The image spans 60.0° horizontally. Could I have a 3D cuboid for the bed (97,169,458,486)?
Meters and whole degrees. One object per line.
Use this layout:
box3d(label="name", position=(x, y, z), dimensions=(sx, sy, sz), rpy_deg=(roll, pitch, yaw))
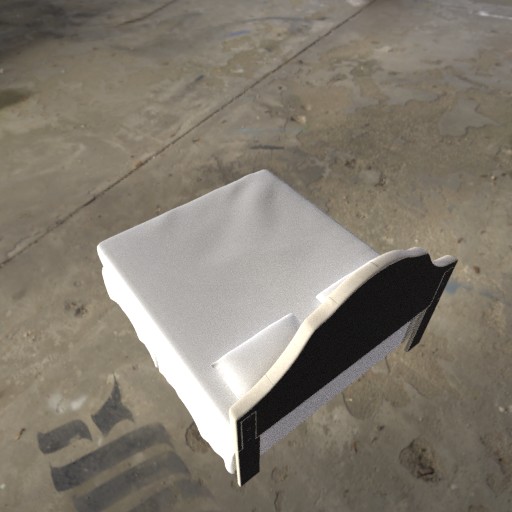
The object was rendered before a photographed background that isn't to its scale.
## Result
box3d(label="bed", position=(0.000, 0.000, 3.546), dimensions=(2.008, 1.615, 2.214), rpy_deg=(-29, 52, -25))
